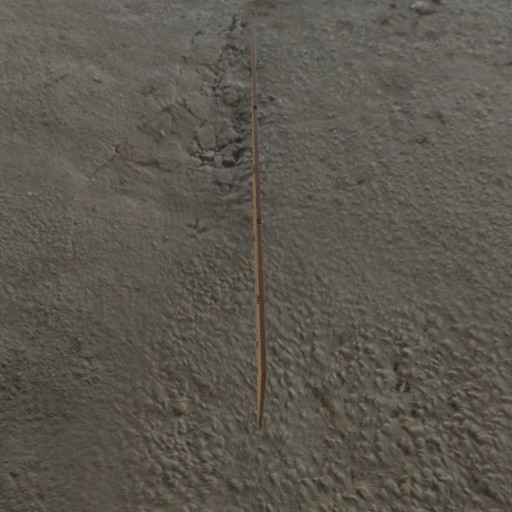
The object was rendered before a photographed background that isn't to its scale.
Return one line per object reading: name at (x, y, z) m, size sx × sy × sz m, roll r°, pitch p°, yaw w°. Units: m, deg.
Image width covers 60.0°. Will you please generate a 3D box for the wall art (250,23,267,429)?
wall art at (0.000, 0.000, 1.825) m, size 0.019 × 1.218 × 1.221 m, roll -1°, pitch 63°, yaw -1°
